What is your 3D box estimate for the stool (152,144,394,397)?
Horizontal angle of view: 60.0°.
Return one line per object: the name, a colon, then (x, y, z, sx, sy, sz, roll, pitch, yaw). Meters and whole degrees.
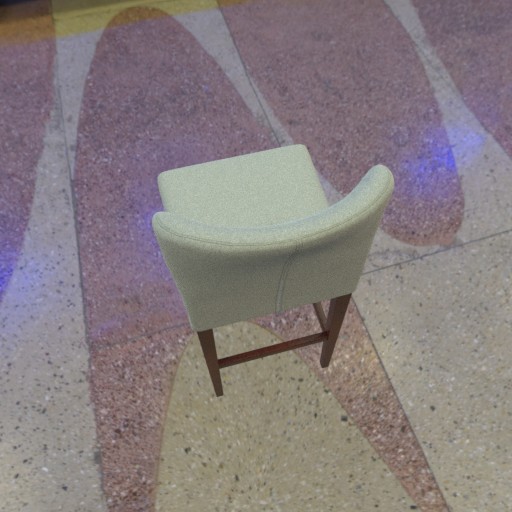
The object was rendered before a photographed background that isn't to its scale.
stool: (0.000, 0.000, 1.340, 0.479, 1.069, 0.568, -13, 61, -7)
